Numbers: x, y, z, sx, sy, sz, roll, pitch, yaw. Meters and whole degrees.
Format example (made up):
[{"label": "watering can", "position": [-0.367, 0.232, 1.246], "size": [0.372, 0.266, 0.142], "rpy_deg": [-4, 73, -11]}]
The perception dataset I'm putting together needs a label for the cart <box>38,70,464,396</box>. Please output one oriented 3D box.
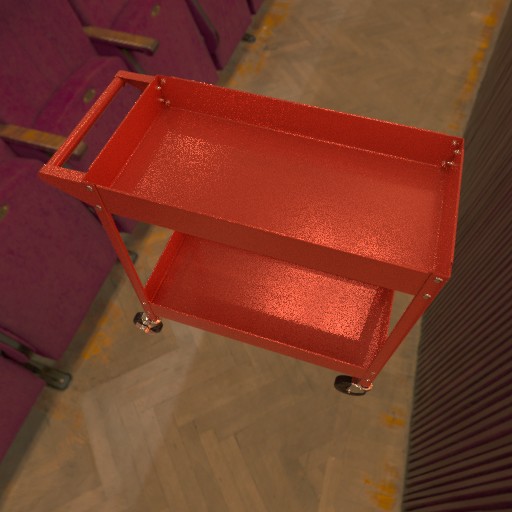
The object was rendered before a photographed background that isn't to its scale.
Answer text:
[{"label": "cart", "position": [0.000, 0.000, 1.154], "size": [0.779, 0.719, 0.366], "rpy_deg": [15, 59, 10]}]
